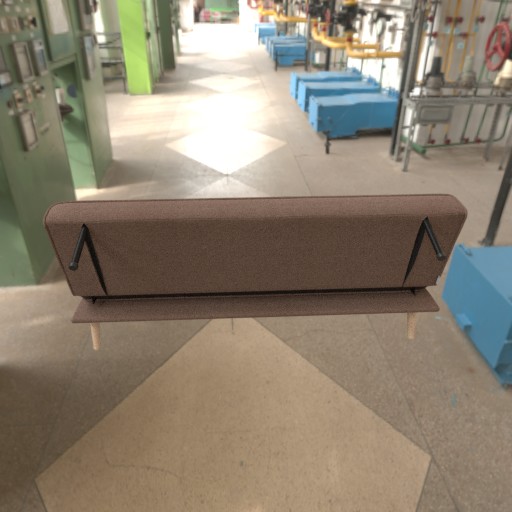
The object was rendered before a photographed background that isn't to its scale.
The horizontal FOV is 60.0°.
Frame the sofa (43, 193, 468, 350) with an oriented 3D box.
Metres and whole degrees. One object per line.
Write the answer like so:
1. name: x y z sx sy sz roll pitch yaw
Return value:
1. sofa: 0.000 0.000 2.320 1.820 0.810 1.038 -1 30 -3
